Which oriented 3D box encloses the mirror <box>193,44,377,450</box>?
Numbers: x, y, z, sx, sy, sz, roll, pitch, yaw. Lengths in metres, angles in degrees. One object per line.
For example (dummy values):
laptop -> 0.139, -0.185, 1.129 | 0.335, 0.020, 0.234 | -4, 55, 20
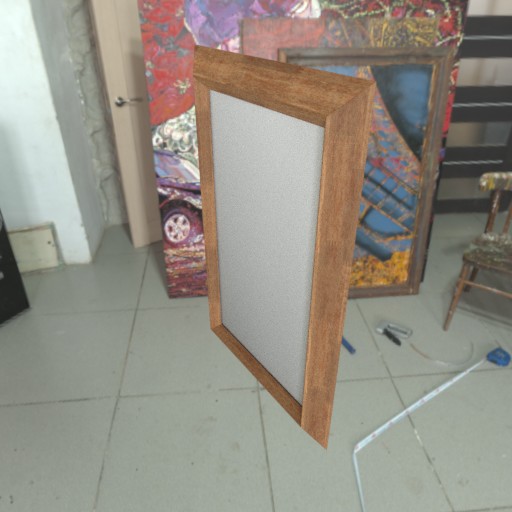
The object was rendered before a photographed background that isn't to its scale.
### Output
mirror -> 0.000, 0.000, 1.235 | 0.047, 1.010, 0.651 | -20, 37, -29
